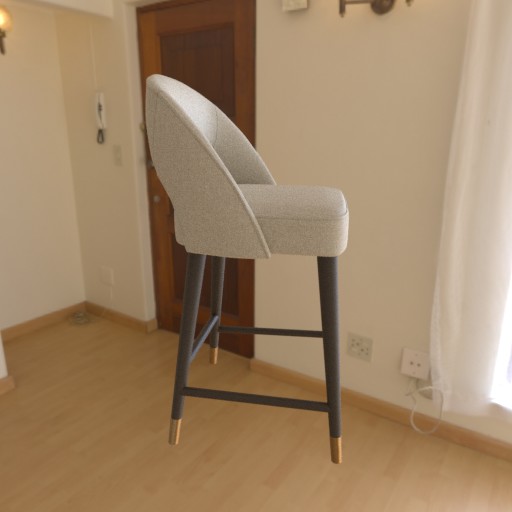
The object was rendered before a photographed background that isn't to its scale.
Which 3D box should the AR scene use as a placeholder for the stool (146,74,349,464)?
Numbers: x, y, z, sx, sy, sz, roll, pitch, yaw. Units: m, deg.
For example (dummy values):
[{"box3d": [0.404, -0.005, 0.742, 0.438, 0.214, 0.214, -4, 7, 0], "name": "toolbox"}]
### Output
[{"box3d": [0.000, 0.000, 1.231, 0.509, 0.940, 0.494, 3, 16, 9], "name": "stool"}]
